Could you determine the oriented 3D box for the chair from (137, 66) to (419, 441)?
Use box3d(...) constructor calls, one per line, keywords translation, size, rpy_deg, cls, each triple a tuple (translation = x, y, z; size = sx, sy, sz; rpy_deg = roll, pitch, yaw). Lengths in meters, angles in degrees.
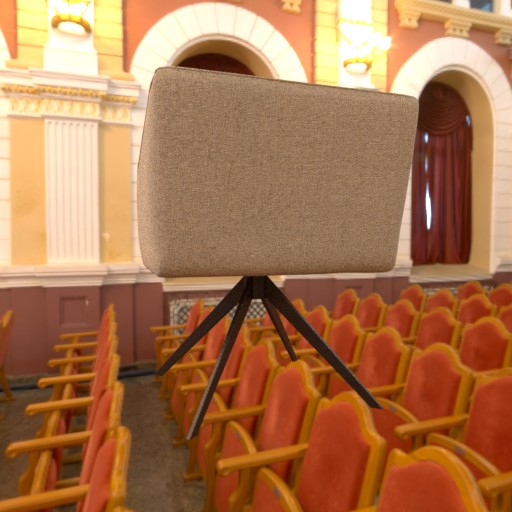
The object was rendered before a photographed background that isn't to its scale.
box3d(translation=(0.000, 0.000, 1.246), size=(0.628, 0.760, 0.623), rpy_deg=(-1, 2, -18), cls="chair")
